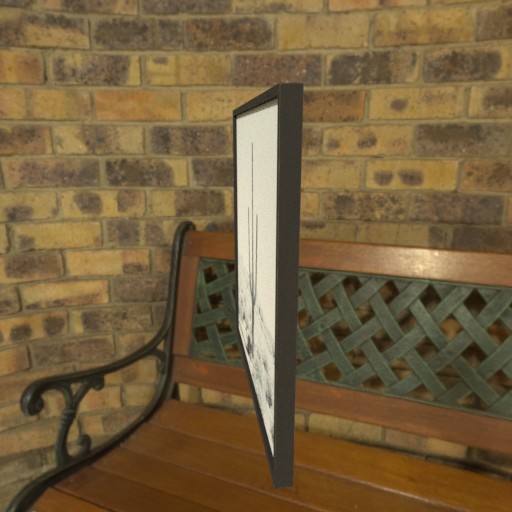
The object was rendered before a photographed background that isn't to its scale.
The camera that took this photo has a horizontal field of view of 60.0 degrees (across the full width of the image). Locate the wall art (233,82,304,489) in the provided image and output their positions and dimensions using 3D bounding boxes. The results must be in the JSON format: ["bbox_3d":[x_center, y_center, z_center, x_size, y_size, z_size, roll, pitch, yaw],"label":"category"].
[{"bbox_3d":[0.000,0.000,1.154,0.038,0.762,0.762,-2,15,-8],"label":"wall art"}]
